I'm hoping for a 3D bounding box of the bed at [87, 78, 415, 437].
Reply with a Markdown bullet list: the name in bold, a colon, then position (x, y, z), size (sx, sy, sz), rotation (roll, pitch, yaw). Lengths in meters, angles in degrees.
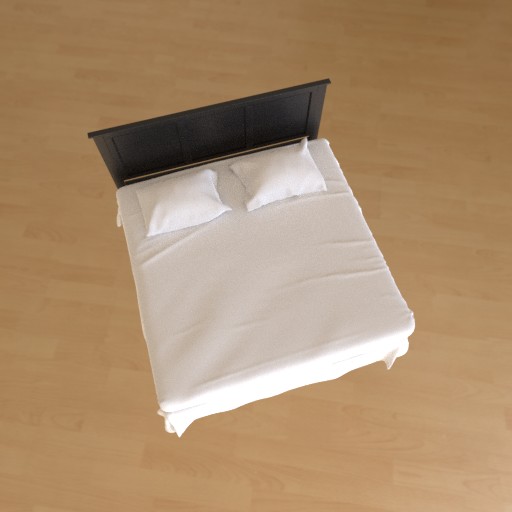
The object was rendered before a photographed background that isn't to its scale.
- **bed**: position (0.000, 0.000, 3.669), size (2.315, 1.271, 2.219), rotation (-15, 65, -7)
